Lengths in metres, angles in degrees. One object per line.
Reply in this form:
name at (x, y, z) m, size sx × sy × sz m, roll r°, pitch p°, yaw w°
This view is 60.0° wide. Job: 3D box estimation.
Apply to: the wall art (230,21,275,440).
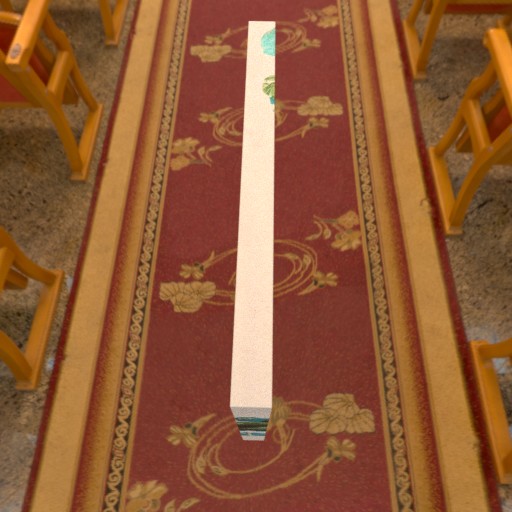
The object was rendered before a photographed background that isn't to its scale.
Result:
wall art at (0.000, 0.000, 0.694) m, size 0.041 × 0.435 × 0.507 m, roll 1°, pitch 64°, yaw 1°
